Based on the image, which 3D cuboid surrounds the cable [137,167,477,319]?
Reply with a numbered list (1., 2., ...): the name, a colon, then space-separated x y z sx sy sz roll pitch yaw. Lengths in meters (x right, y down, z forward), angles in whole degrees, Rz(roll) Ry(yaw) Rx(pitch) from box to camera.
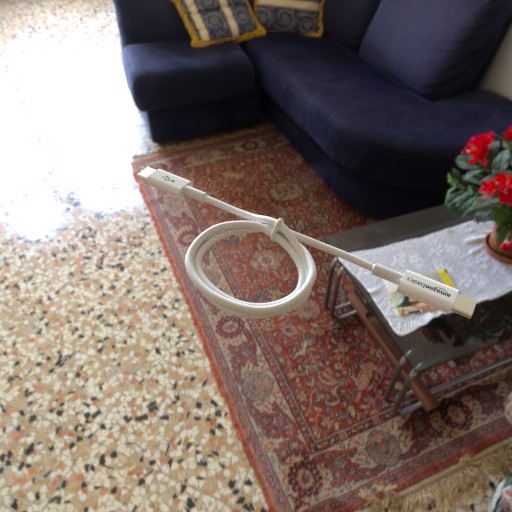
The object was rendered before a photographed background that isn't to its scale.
1. cable: 0.000 0.000 0.223 0.203 0.014 0.070 24 50 22
